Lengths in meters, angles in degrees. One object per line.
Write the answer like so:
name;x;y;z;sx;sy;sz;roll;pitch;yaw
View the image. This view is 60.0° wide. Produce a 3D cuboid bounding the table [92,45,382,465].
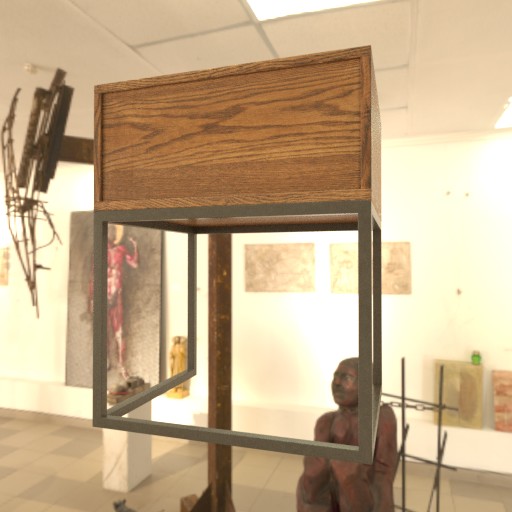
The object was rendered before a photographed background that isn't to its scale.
table;0.000;0.000;0.907;0.482;0.610;0.400;0;-1;18
